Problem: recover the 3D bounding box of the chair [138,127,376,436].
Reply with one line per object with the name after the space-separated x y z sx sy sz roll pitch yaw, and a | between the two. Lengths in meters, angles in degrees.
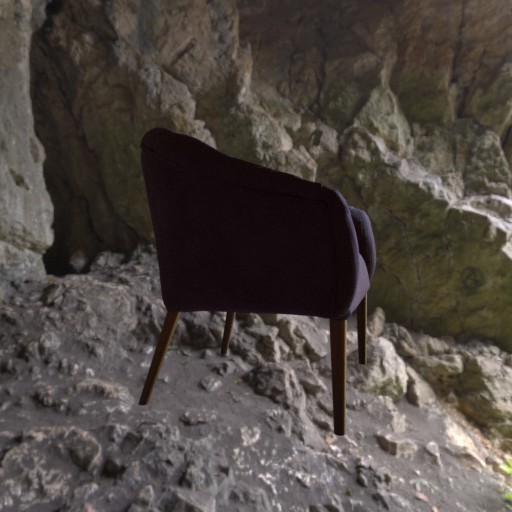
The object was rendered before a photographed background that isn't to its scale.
0.000 0.000 1.557 0.776 0.885 0.851 1 2 18 | chair
